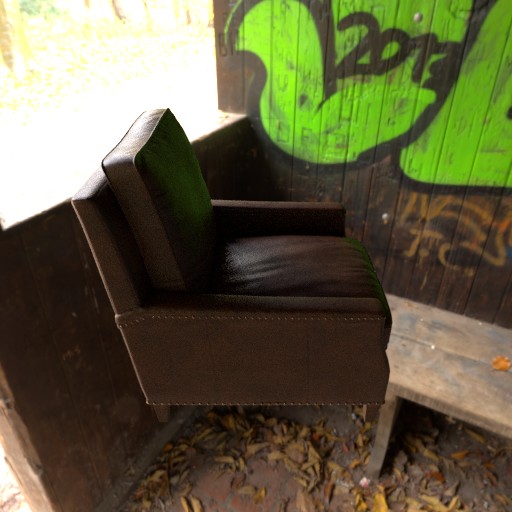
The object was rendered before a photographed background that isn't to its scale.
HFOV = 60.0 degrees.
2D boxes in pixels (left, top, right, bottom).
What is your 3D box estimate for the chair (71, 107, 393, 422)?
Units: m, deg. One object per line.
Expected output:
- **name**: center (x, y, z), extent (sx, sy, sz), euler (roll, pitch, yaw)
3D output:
- **chair**: center (0.000, 0.000, 1.816), extent (1.035, 1.054, 0.854), euler (0, 32, 0)
